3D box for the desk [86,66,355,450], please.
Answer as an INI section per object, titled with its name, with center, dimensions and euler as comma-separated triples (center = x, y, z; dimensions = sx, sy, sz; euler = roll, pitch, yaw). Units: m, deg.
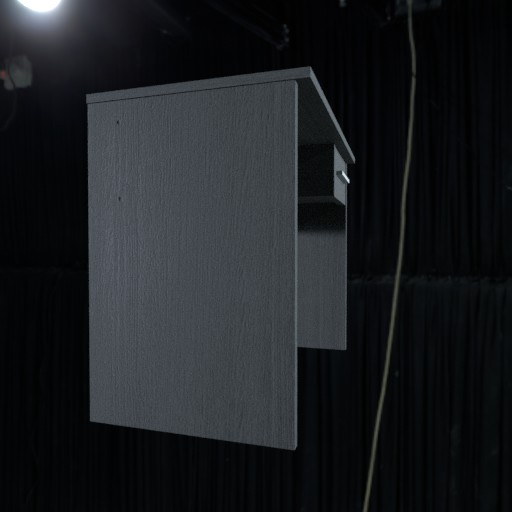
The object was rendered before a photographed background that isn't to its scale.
[desk]
center = 0.000, 0.000, 1.330
dimensions = 0.498, 0.724, 0.893
euler = 0, 1, 18
